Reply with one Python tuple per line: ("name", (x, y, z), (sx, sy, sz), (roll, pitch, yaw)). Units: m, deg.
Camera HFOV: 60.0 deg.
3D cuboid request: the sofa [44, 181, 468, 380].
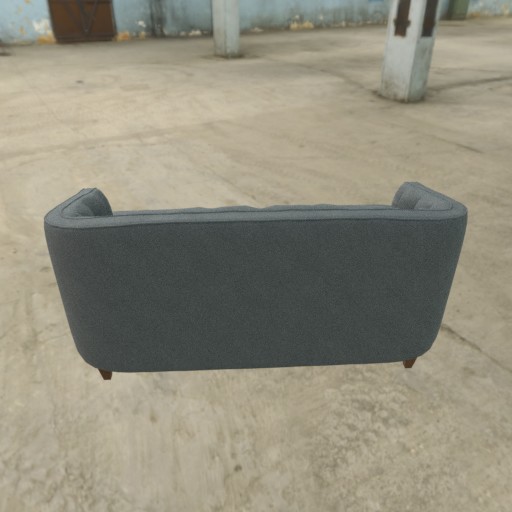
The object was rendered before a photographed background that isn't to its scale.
("sofa", (0.000, 0.000, 2.181), (1.733, 0.855, 0.941), (-2, 31, -3))
